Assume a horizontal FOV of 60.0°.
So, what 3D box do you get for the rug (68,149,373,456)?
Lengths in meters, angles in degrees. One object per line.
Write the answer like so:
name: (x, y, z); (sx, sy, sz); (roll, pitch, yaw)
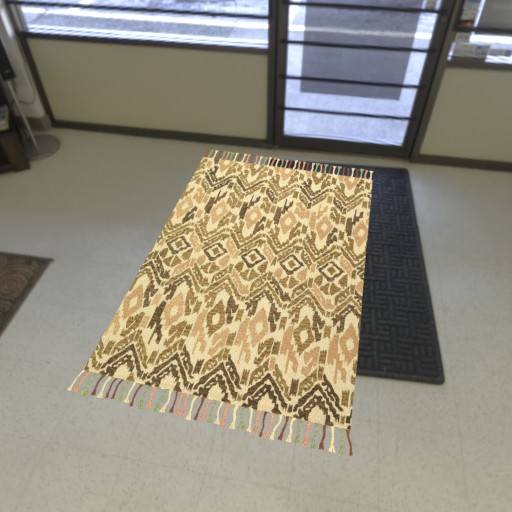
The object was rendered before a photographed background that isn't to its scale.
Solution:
rug: (0.000, 0.000, 3.083); (1.524, 0.008, 2.438); (10, 47, 9)
